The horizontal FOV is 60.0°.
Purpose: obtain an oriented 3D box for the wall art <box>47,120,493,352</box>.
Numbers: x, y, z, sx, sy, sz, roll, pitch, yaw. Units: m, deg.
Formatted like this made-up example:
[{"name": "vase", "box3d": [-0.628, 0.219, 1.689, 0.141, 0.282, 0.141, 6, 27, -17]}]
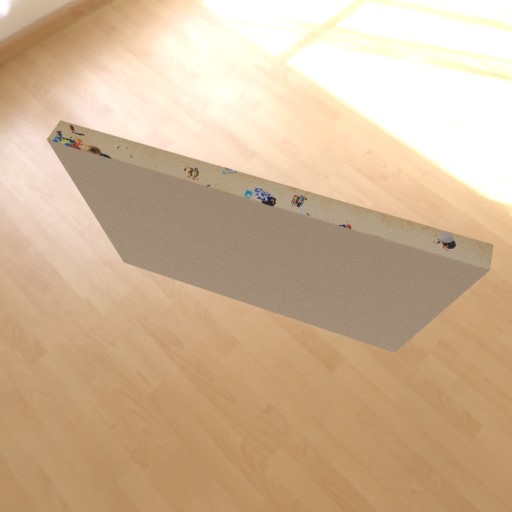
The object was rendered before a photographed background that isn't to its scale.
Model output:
[{"name": "wall art", "box3d": [0.000, 0.000, 1.124, 0.894, 0.595, 0.057, 17, 65, 8]}]
